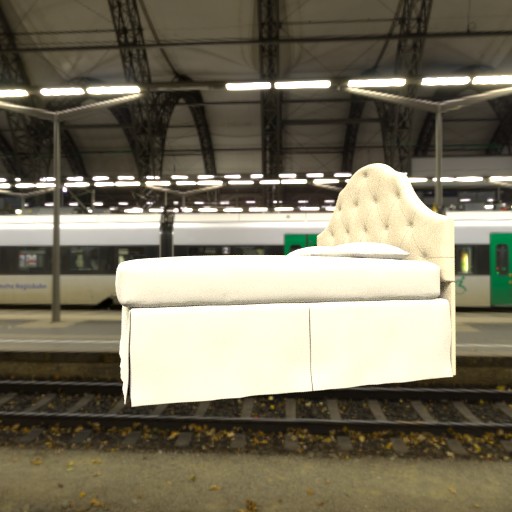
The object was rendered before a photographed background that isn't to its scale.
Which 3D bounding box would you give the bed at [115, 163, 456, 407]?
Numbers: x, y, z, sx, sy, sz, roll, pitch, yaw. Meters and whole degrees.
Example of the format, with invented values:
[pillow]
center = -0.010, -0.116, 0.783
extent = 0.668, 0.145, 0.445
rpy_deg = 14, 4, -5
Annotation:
[bed]
center = 0.000, 0.000, 3.463
extent = 2.086, 1.555, 2.012
rpy_deg = 0, -1, -17
